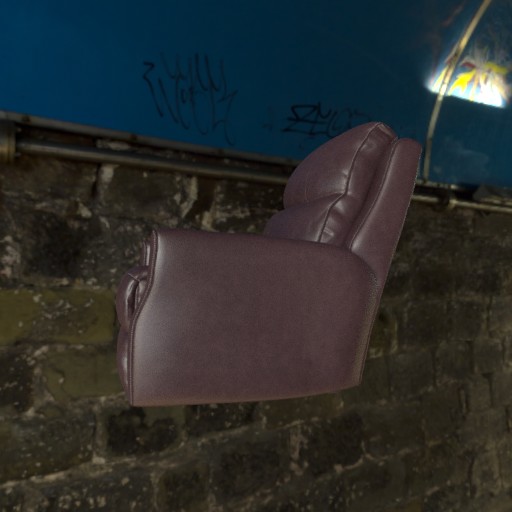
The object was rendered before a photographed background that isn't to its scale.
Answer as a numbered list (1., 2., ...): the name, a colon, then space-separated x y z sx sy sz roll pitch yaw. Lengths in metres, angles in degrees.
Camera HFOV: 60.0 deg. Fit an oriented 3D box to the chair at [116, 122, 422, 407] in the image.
1. chair: 0.000 0.000 1.802 1.080 1.030 0.829 0 -2 -17
